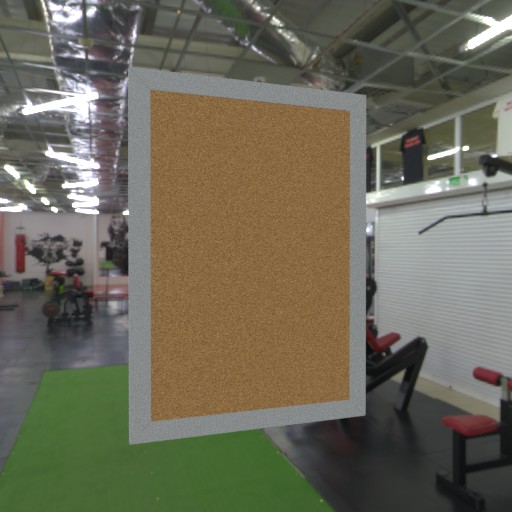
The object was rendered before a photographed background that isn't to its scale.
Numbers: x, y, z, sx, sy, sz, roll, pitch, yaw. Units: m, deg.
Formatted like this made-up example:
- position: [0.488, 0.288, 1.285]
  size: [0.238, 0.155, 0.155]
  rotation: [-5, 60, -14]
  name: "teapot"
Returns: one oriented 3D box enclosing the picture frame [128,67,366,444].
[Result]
- position: [0.000, 0.000, 0.591]
  size: [0.326, 0.459, 0.011]
  rotation: [0, 0, -17]
  name: "picture frame"
